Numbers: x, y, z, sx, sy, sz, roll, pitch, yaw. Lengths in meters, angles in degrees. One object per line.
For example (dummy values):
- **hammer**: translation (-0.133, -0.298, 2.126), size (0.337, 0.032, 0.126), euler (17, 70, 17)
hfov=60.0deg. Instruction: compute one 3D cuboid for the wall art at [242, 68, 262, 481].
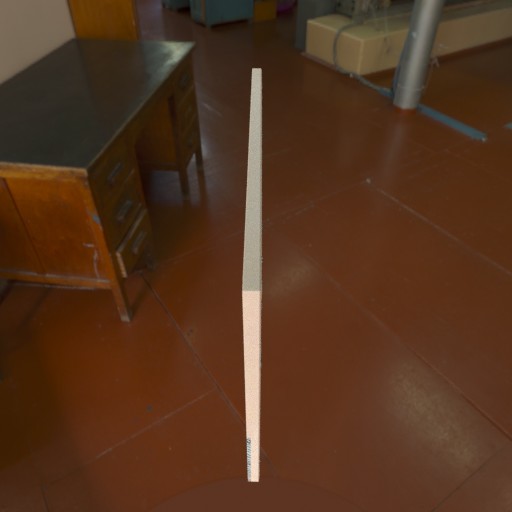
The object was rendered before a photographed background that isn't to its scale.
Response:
- **wall art**: translation (0.000, 0.000, 1.614), size (0.042, 0.912, 1.219), euler (0, 42, 0)
